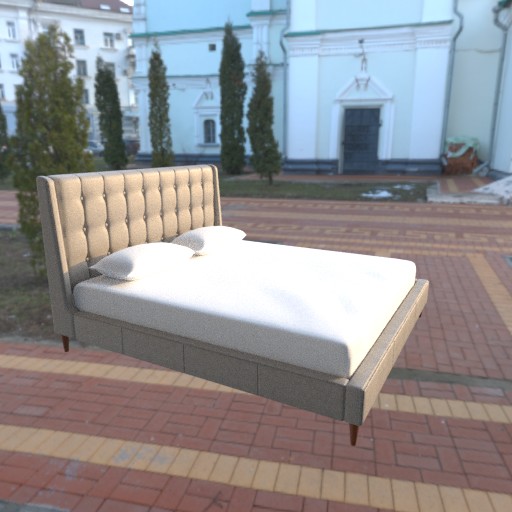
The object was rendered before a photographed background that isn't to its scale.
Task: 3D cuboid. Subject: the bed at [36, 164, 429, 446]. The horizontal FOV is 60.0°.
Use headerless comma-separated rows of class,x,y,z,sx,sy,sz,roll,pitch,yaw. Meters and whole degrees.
bed,0.000,0.000,3.495,2.342,1.289,2.062,8,16,28
